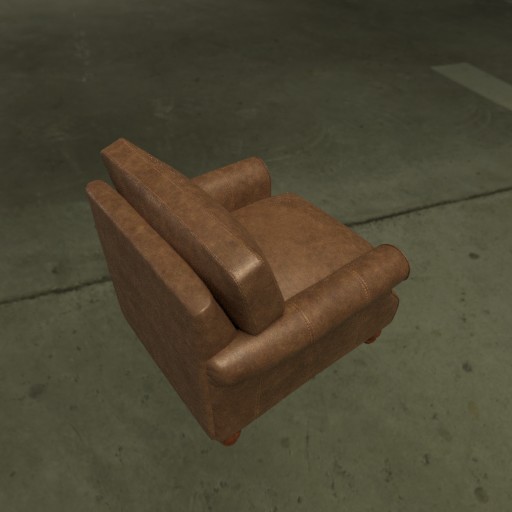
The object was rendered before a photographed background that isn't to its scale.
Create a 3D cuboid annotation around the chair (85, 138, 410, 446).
[{"bbox_3d":[0.000,0.000,1.811,1.002,0.976,0.996,-27,48,-27],"label":"chair"}]
